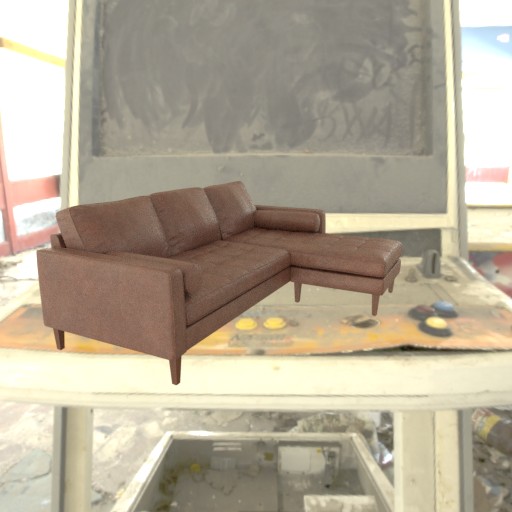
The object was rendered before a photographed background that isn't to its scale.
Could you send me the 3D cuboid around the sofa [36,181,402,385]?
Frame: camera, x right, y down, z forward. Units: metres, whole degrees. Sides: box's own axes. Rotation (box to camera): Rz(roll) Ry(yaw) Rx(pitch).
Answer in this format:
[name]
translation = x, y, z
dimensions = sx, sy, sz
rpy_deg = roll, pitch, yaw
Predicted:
[sofa]
translation = 0.000, 0.000, 3.018
dimensions = 1.613, 0.841, 2.185
rpy_deg = 7, 16, 27
